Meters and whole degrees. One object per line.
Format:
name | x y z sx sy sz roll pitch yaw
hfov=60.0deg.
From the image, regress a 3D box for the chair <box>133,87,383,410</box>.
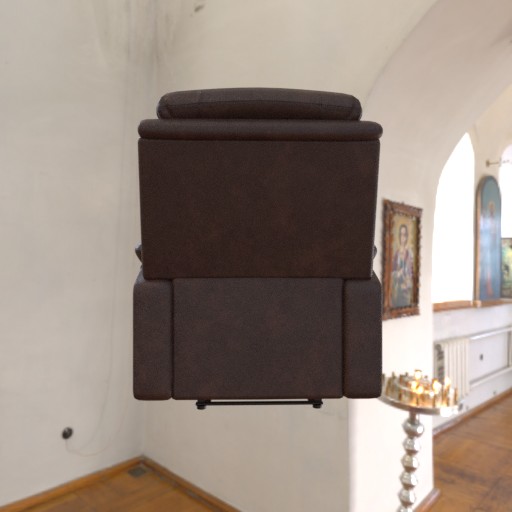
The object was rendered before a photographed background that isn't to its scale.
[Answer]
chair | 0.000 0.000 1.685 0.855 0.992 0.919 0 0 -2
